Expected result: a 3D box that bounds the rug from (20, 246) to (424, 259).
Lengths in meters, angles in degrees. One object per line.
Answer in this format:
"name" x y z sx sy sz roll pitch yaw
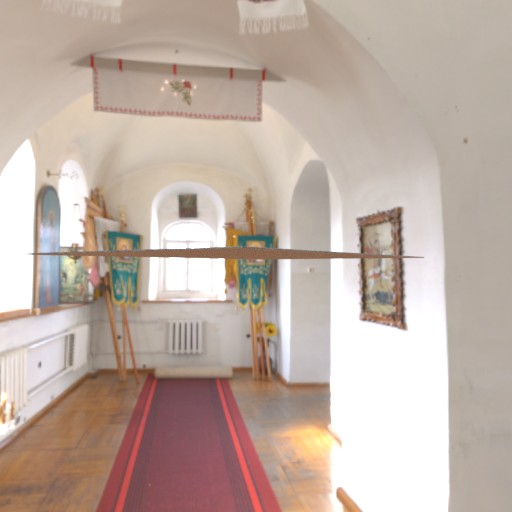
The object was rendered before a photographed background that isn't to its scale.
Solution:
"rug" 0.000 0.000 2.895 1.521 0.006 2.283 -1 -2 36
